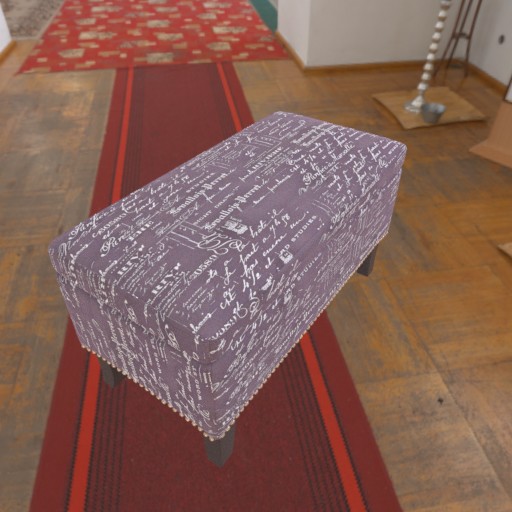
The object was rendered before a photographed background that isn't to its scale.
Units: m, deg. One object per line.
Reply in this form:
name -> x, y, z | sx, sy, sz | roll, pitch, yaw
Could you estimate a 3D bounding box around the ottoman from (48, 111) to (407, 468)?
ottoman -> 0.000, 0.000, 1.101 | 0.406, 0.457, 0.813 | 24, 45, 26
